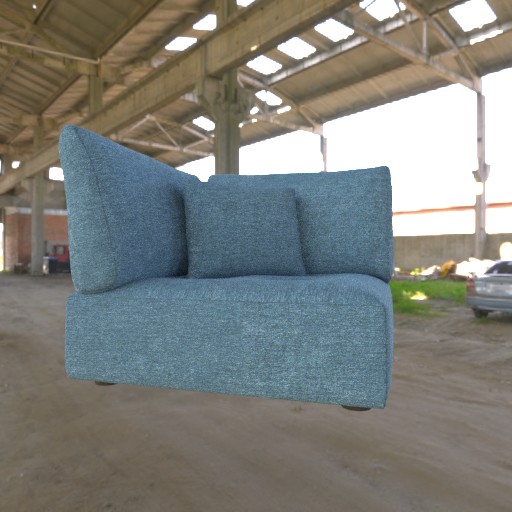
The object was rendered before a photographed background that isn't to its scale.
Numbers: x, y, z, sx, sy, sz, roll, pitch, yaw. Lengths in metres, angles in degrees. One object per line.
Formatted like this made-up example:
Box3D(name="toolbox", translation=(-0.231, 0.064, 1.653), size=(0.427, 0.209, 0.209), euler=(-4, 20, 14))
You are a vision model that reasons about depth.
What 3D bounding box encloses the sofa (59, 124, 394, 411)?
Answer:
Box3D(name="sofa", translation=(0.000, 0.000, 1.679), size=(1.000, 0.820, 1.000), euler=(0, 0, 17))
